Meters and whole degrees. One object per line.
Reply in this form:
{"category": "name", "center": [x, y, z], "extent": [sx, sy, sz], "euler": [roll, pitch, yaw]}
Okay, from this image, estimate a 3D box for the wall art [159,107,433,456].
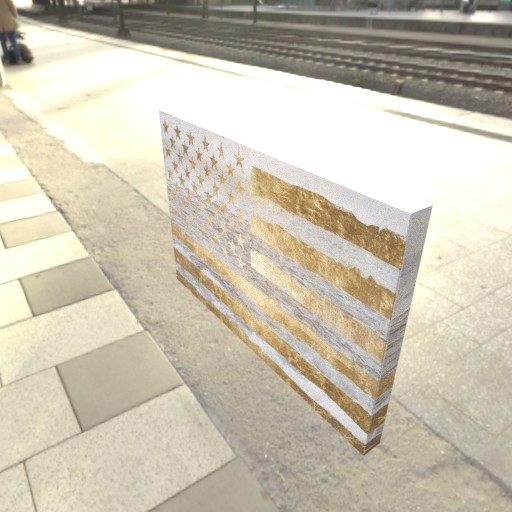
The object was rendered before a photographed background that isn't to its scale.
{"category": "wall art", "center": [0.000, 0.000, 0.792], "extent": [0.041, 0.407, 0.606], "euler": [-21, 36, -31]}
